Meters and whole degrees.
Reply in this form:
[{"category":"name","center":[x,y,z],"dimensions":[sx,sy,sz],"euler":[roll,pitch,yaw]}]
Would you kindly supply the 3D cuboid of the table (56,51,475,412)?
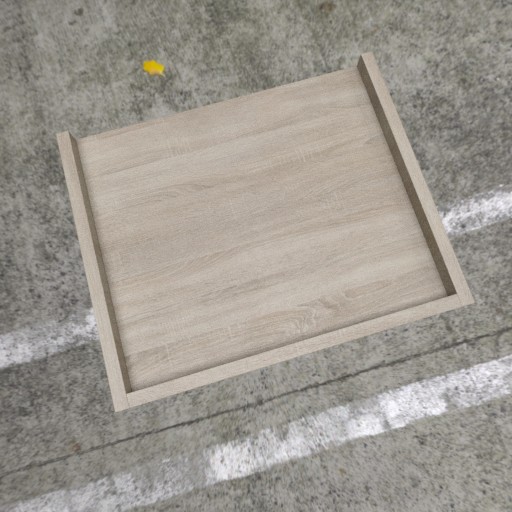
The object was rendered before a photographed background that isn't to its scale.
[{"category":"table","center":[0.000,0.000,0.797],"dimensions":[0.450,0.470,0.370],"euler":[-16,77,-4]}]
